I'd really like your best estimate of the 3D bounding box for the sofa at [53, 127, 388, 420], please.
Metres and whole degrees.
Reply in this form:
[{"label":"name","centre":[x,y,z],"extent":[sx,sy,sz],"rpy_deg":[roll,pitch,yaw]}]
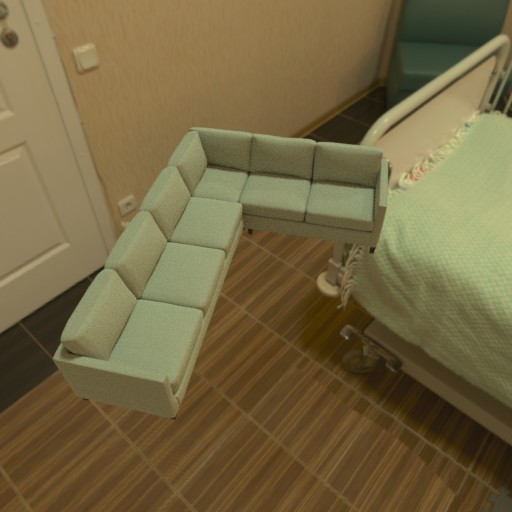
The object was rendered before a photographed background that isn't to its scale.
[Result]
[{"label":"sofa","centre":[0.000,0.000,4.470],"extent":[2.522,0.934,3.333],"rpy_deg":[9,47,9]}]
